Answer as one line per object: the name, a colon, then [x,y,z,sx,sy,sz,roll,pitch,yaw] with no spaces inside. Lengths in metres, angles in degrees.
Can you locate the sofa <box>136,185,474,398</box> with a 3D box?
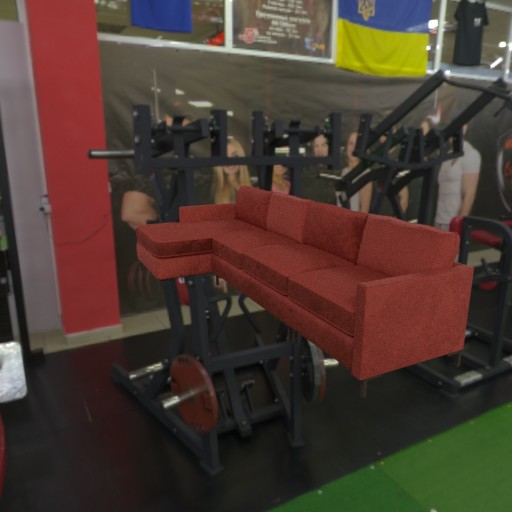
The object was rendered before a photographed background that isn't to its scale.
sofa: [0.000,0.000,4.093,1.500,0.967,3.400,-7,17,-26]
